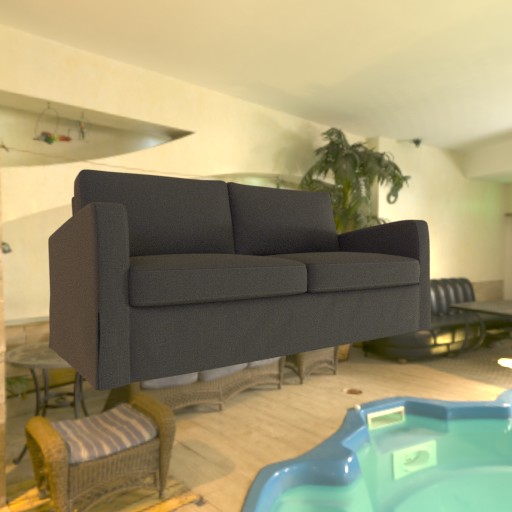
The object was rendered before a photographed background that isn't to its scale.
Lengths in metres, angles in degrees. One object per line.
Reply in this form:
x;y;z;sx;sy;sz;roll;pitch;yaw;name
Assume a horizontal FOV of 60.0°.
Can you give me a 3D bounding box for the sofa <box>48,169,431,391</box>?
0.000;0.000;2.288;1.852;0.839;0.898;-1;2;-35;sofa
